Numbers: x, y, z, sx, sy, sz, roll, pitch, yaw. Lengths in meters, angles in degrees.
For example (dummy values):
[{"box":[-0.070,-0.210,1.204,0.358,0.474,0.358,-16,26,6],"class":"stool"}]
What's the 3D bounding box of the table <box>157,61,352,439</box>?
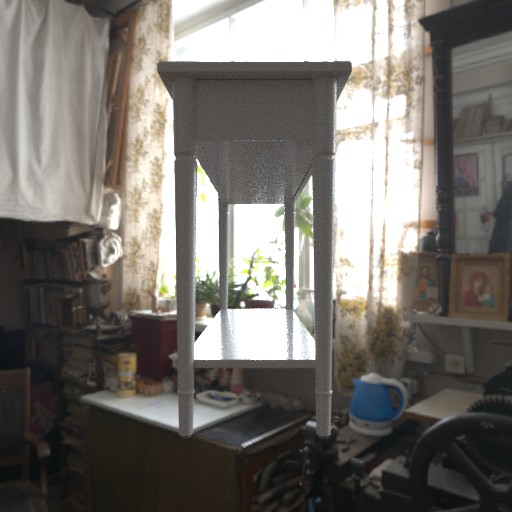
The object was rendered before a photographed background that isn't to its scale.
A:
[{"box":[0.000,0.000,1.393,0.381,0.749,1.067,0,-1,0],"class":"table"}]
